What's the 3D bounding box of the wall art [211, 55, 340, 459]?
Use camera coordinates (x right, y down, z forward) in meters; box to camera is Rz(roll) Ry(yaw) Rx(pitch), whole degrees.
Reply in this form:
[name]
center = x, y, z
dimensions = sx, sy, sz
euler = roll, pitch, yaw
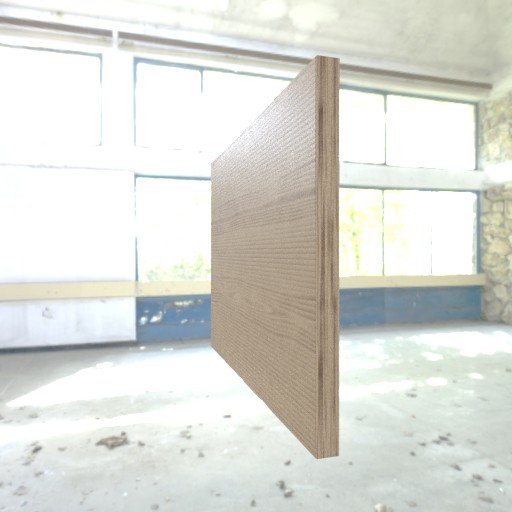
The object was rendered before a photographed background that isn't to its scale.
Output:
[wall art]
center = 0.000, 0.000, 1.080
dimensions = 0.063, 0.609, 0.841
euler = 0, 0, -17
